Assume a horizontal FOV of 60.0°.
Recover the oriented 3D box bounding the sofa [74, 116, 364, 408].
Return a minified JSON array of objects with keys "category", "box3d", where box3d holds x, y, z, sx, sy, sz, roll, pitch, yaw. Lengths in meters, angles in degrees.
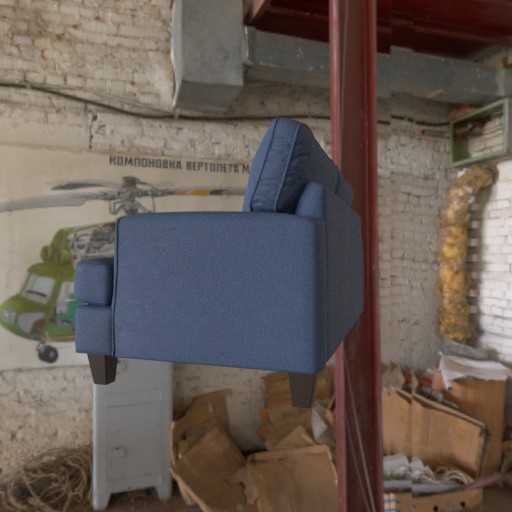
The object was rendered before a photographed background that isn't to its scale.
[{"category":"sofa","box3d":[0.000,0.000,2.276,0.965,0.965,1.651,0,0,18]}]
